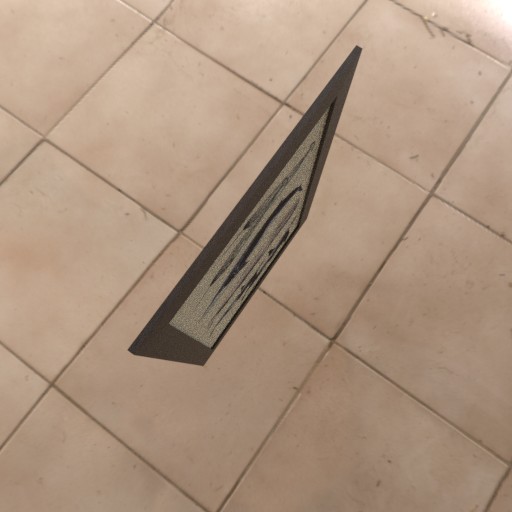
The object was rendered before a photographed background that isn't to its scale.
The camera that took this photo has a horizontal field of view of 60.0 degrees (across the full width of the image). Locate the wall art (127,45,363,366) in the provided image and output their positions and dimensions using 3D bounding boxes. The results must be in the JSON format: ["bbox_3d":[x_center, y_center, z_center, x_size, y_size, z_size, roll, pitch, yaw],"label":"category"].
[{"bbox_3d":[0.000,0.000,1.440,0.016,1.116,0.810,34,78,8],"label":"wall art"}]
